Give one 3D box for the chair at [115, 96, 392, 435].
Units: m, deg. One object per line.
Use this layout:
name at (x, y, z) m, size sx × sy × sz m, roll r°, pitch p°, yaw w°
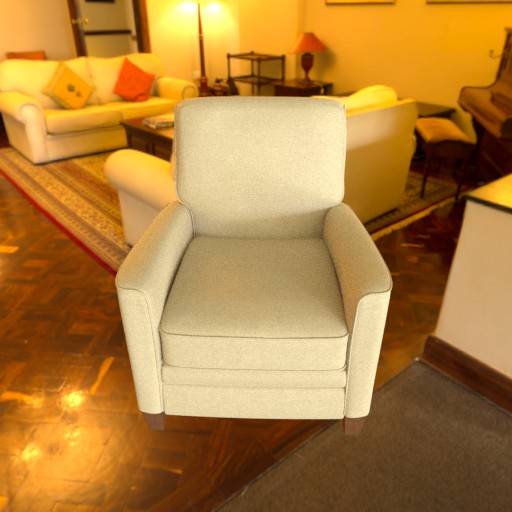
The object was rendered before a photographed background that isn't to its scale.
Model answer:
chair at (0.000, 0.000, 1.661) m, size 0.841 × 1.023 × 0.858 m, roll 1°, pitch 29°, yaw 1°
